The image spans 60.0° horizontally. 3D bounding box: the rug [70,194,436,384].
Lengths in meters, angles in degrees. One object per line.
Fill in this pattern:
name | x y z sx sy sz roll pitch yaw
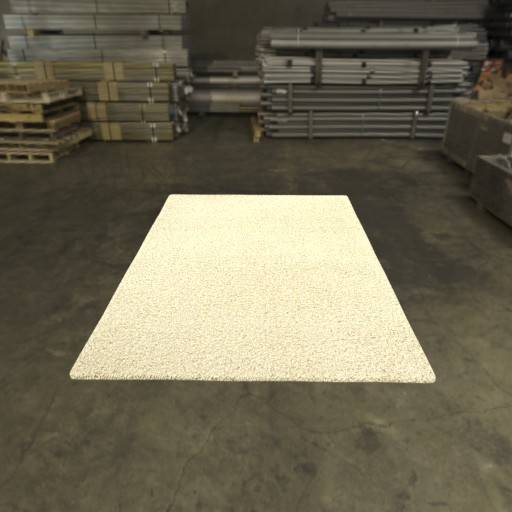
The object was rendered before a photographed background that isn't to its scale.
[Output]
rug | 0.000 0.000 2.253 1.219 0.030 1.778 0 27 1
